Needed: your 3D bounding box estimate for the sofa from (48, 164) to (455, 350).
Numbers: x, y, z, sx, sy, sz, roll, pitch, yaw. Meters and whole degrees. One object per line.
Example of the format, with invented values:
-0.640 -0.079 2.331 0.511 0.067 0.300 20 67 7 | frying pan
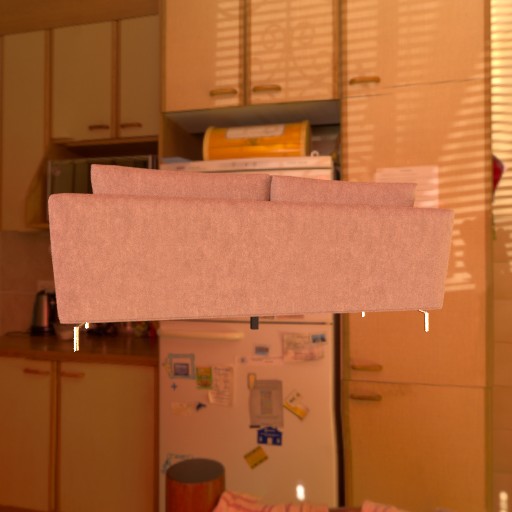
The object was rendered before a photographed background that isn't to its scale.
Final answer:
0.000 0.000 2.595 2.121 0.864 0.889 0 -1 -17 | sofa
